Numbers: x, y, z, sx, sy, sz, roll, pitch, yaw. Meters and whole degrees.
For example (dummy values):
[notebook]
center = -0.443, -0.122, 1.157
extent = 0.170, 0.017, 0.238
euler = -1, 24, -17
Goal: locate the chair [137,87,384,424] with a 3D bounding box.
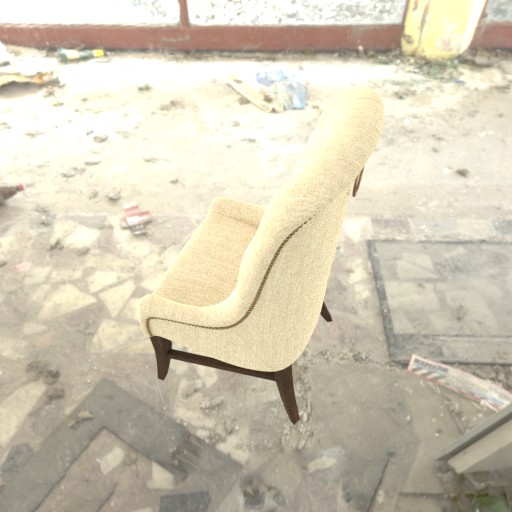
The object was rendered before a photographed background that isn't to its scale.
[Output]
[chair]
center = 0.000, 0.000, 1.496
extent = 0.629, 1.091, 0.634
euler = 16, 48, 15
